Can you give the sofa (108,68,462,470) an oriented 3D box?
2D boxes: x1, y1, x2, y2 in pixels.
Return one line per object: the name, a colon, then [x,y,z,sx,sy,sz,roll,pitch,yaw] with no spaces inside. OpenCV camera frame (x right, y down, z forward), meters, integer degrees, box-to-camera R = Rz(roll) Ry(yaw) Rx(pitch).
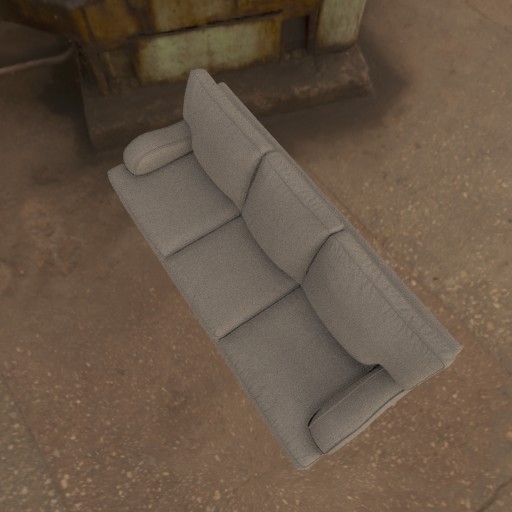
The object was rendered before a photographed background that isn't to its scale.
sofa: [0.000,0.000,2.792,1.016,0.991,2.323,-32,68,-14]
